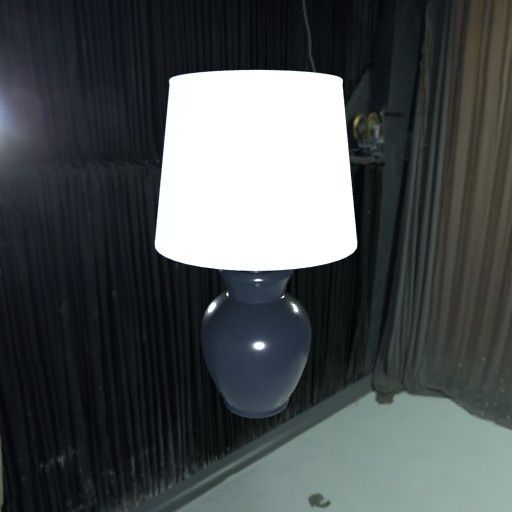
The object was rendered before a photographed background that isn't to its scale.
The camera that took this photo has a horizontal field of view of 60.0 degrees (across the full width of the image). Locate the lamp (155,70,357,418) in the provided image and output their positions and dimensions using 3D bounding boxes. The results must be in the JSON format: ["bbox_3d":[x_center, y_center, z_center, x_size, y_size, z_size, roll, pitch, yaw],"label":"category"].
[{"bbox_3d":[0.000,0.000,0.543,0.239,0.399,0.239,0,16,0],"label":"lamp"}]
